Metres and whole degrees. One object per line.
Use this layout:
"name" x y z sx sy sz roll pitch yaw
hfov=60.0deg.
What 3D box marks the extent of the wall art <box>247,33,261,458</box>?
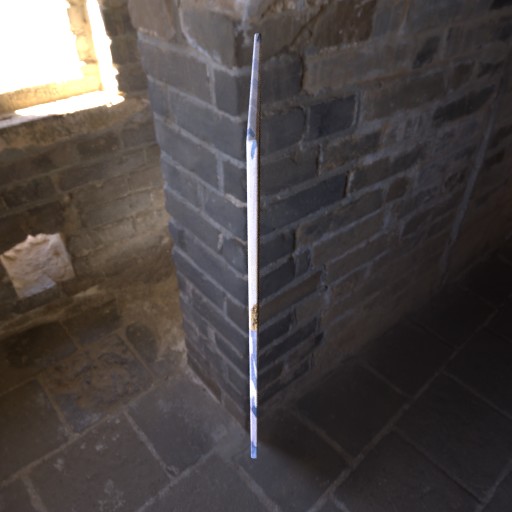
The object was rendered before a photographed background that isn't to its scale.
"wall art" 0.000 0.000 1.141 0.016 0.914 0.610 1 39 1
